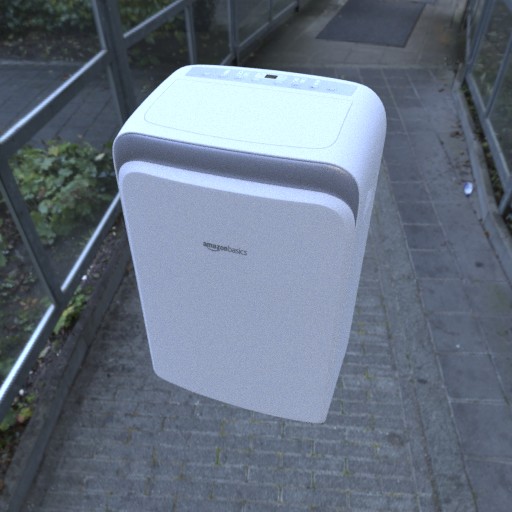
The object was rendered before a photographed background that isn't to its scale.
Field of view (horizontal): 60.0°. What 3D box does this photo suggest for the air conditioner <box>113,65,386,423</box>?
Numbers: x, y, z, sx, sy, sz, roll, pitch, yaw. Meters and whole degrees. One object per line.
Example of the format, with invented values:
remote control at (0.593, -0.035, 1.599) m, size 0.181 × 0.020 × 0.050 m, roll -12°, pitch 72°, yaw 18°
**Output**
air conditioner at (0.000, 0.000, 0.950) m, size 0.454 × 0.700 × 0.365 m, roll 12°, pitch 43°, yaw 13°
